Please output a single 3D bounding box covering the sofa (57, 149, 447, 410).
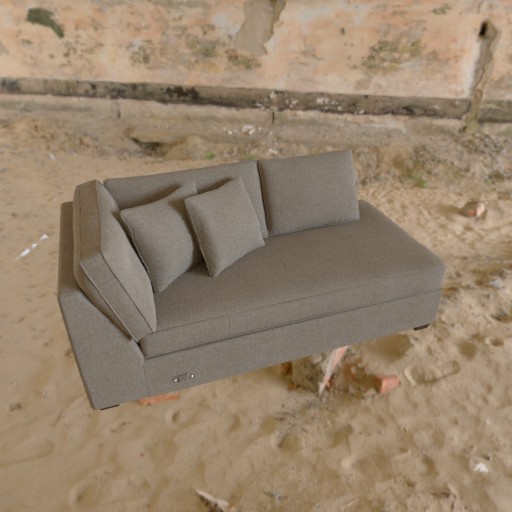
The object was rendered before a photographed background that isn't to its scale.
[{"bbox_3d":[0.000,0.000,2.842,2.238,1.019,1.110,-11,33,-16],"label":"sofa"}]
